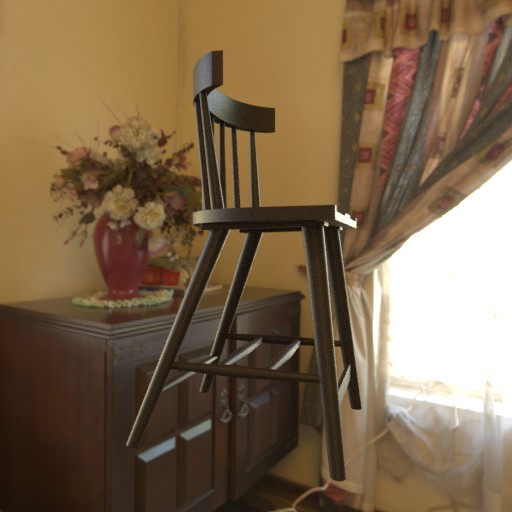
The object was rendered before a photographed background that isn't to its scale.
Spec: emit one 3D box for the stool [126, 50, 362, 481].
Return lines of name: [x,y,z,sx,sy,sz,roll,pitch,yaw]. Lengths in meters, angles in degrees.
stool: [0.000,0.000,1.238,0.549,0.953,0.494,0,1,18]
